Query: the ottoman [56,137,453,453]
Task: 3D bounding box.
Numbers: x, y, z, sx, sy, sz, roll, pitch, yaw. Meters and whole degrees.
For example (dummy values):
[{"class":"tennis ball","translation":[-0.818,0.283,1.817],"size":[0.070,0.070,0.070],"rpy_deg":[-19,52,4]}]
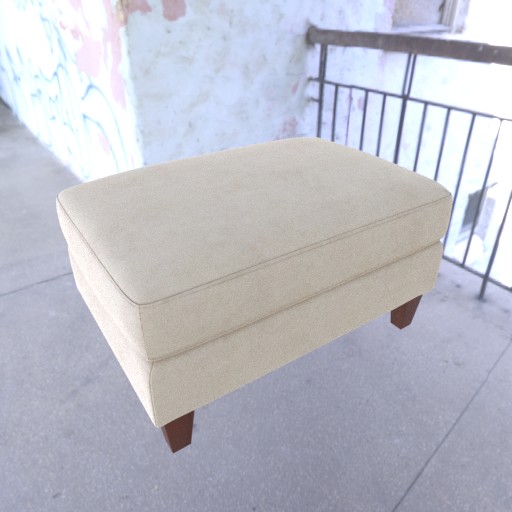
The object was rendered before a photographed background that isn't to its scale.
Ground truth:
[{"class":"ottoman","translation":[0.000,0.000,1.195],"size":[0.864,0.483,0.584],"rpy_deg":[-19,36,-28]}]
